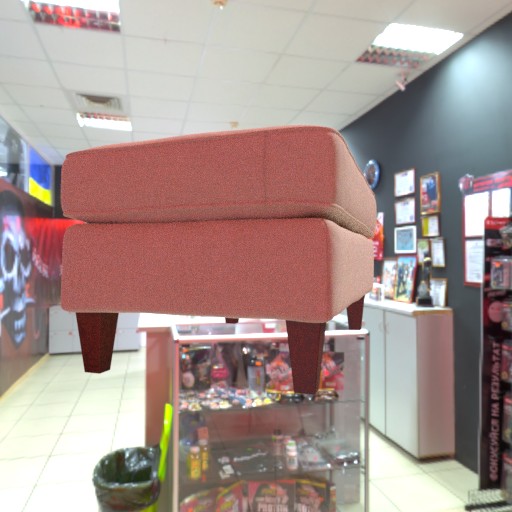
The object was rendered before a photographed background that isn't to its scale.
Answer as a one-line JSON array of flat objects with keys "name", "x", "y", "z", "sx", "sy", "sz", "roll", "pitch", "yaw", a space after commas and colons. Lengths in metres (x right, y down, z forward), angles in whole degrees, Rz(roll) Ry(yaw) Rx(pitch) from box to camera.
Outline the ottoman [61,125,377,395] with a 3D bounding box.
[{"name": "ottoman", "x": 0.000, "y": 0.000, "z": 1.202, "sx": 0.583, "sy": 0.484, "sz": 0.862, "roll": 0, "pitch": 0, "yaw": 19}]
